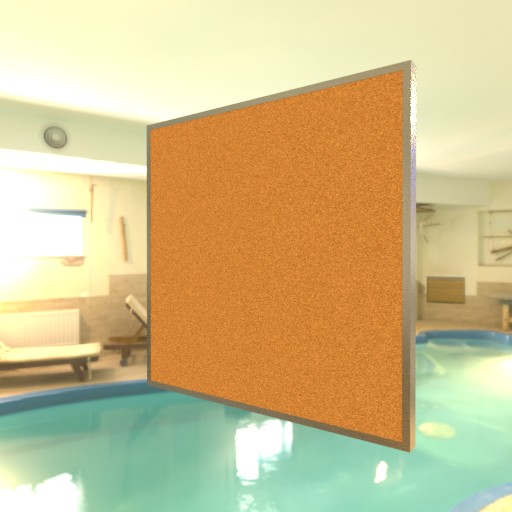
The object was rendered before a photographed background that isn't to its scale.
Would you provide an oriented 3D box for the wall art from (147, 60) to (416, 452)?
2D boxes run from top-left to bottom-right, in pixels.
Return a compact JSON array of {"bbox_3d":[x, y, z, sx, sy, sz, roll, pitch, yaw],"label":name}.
[{"bbox_3d":[0.000,0.000,1.160,0.806,0.806,0.038,0,0,35],"label":"wall art"}]
